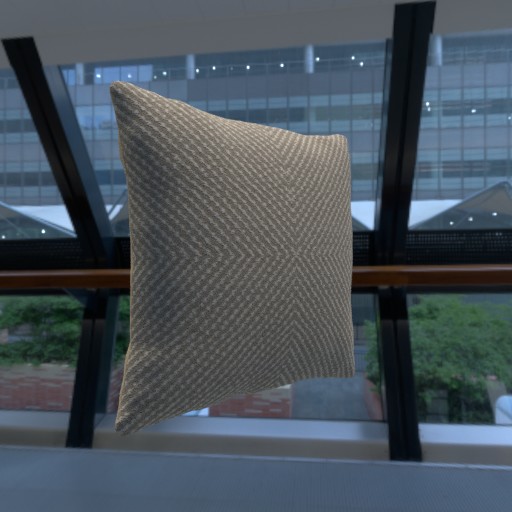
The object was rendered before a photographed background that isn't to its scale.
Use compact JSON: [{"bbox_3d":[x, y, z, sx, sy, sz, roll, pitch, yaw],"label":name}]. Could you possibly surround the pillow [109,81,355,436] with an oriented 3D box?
[{"bbox_3d":[0.000,0.000,0.703,0.459,0.458,0.181,0,0,-38],"label":"pillow"}]
